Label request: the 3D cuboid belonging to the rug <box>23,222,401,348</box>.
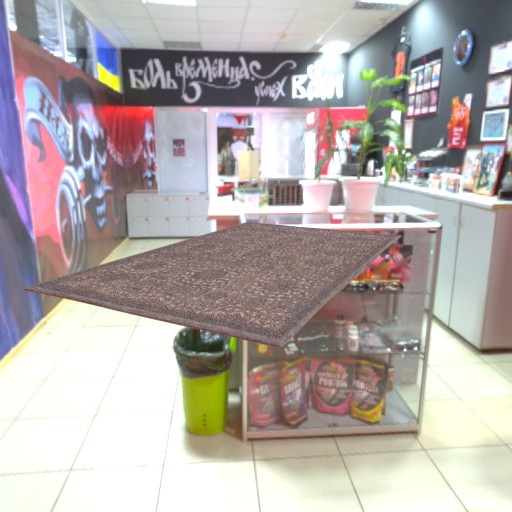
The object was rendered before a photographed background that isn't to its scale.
[{"bbox_3d":[0.000,0.000,3.109,1.535,0.022,2.498,7,15,27],"label":"rug"}]
